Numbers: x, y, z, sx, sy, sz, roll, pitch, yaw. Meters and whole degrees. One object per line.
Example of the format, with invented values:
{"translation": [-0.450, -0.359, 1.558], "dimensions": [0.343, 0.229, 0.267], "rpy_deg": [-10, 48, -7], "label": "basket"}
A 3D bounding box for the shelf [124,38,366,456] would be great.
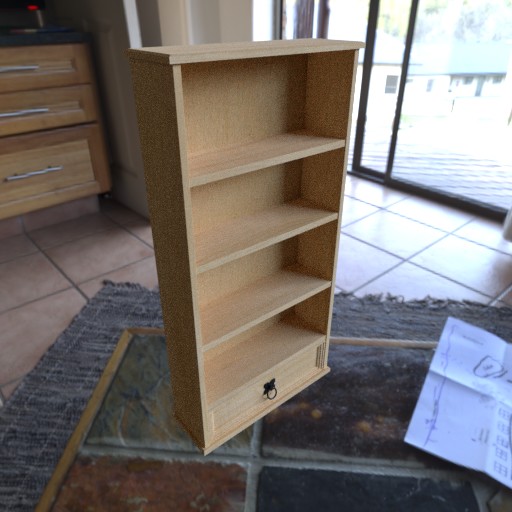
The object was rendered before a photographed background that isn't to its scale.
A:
{"translation": [0.000, 0.000, 1.194], "dimensions": [0.520, 1.030, 0.175], "rpy_deg": [-22, 36, -34], "label": "shelf"}
